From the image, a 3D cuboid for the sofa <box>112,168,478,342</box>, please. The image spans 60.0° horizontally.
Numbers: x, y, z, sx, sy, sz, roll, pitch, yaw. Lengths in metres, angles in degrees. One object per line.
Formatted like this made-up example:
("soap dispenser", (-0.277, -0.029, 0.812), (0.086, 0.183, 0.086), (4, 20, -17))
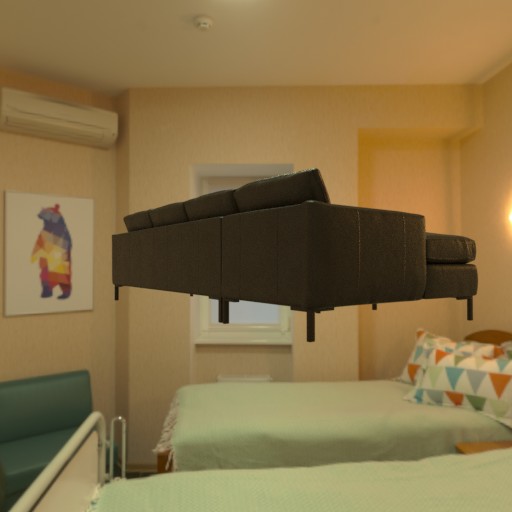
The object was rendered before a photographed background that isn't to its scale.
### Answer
("sofa", (0.000, 0.000, 3.668), (1.471, 0.859, 2.993), (1, -1, -35))
